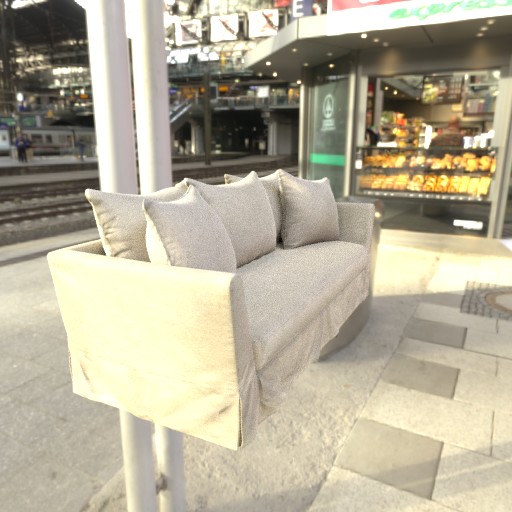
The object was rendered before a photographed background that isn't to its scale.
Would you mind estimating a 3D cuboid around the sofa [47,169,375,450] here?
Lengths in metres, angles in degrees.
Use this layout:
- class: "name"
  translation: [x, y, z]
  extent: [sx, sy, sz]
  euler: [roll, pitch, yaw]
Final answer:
- class: "sofa"
  translation: [0.000, 0.000, 2.824]
  extent: [1.031, 1.034, 2.290]
  euler: [7, 16, 26]
